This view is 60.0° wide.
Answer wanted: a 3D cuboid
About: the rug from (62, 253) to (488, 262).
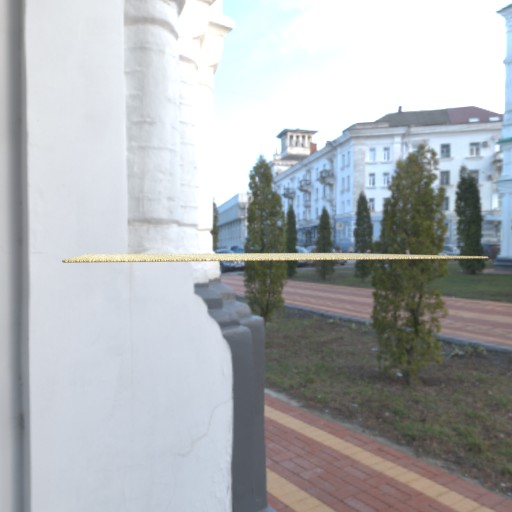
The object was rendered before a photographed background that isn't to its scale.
[{"bbox_3d":[0.000,0.000,4.270,3.198,0.016,2.425,0,1,-18],"label":"rug"}]
